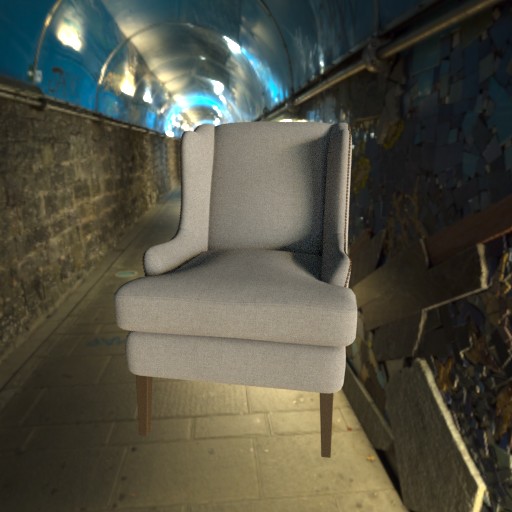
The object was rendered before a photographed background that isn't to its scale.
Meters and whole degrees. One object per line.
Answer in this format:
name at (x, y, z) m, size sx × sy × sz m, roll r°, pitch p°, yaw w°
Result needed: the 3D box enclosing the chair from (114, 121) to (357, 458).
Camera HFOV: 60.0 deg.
chair at (0.000, 0.000, 1.703) m, size 0.737 × 1.029 × 0.940 m, roll 3°, pitch 14°, yaw 10°
